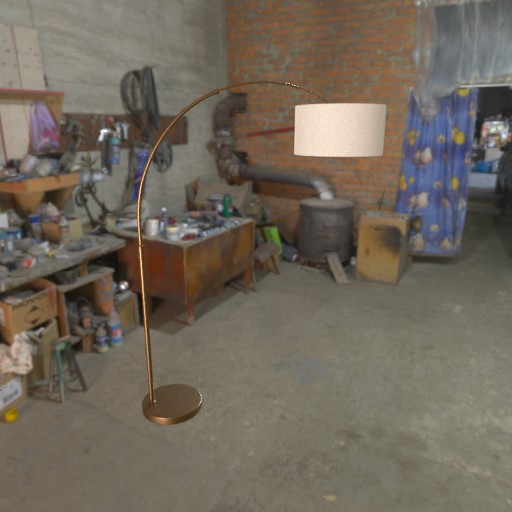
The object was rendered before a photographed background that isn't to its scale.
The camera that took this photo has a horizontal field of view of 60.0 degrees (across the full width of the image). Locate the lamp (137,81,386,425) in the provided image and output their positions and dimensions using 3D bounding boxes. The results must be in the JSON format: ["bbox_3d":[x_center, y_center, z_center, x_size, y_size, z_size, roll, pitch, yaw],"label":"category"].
[{"bbox_3d":[0.000,0.000,2.610,1.434,1.927,0.493,-2,16,-8],"label":"lamp"}]
